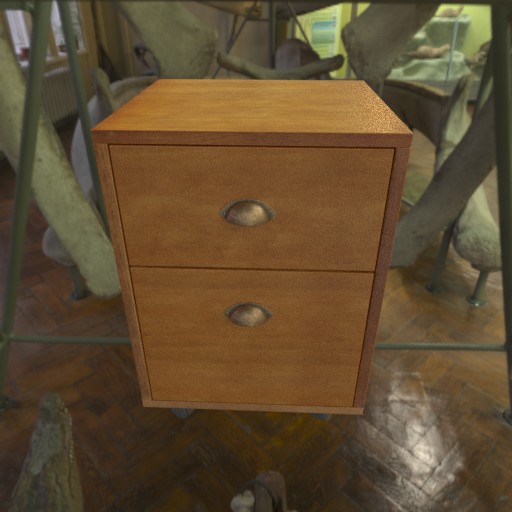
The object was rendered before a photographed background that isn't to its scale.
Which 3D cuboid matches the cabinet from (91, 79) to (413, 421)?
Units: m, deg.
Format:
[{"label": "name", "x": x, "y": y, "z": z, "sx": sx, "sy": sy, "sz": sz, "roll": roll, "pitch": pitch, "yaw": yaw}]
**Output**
[{"label": "cabinet", "x": 0.000, "y": 0.000, "z": 0.860, "sx": 0.409, "sy": 0.579, "sz": 0.401, "roll": 1, "pitch": 31, "yaw": 2}]
